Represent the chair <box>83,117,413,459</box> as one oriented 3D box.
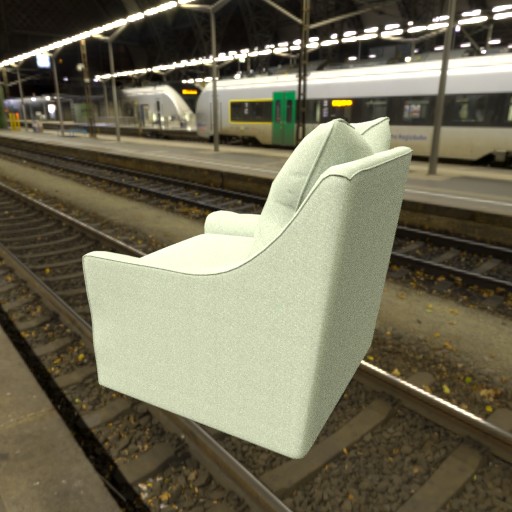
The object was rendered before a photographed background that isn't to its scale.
[{"bbox_3d":[0.000,0.000,1.546,0.870,0.926,0.760,9,20,27],"label":"chair"}]
